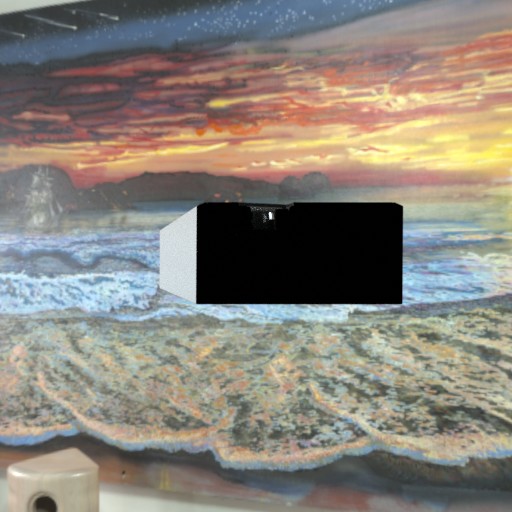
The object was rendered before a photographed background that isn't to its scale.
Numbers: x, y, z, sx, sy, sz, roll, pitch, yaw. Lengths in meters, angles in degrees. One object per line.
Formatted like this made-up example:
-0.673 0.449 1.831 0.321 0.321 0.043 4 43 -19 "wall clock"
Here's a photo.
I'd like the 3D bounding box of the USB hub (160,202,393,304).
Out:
0.000 0.000 0.129 0.044 0.023 0.110 0 -1 -19 "USB hub"
